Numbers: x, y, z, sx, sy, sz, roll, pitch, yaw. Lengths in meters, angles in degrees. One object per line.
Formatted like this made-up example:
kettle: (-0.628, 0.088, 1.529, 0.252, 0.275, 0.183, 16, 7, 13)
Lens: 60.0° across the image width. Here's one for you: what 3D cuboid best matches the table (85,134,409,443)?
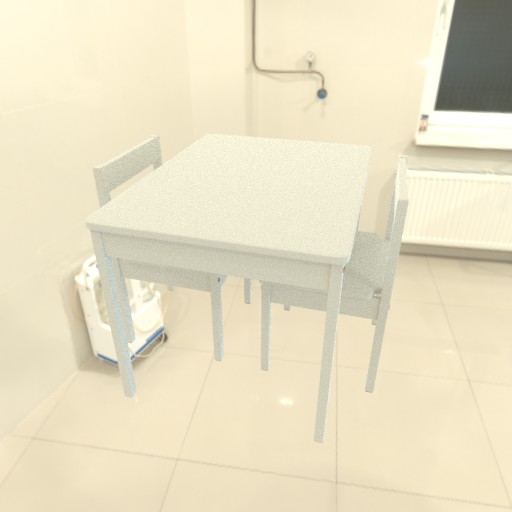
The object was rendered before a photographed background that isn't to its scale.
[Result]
table: (0.000, 0.000, 1.142, 0.672, 0.503, 0.650, 8, 31, 14)
